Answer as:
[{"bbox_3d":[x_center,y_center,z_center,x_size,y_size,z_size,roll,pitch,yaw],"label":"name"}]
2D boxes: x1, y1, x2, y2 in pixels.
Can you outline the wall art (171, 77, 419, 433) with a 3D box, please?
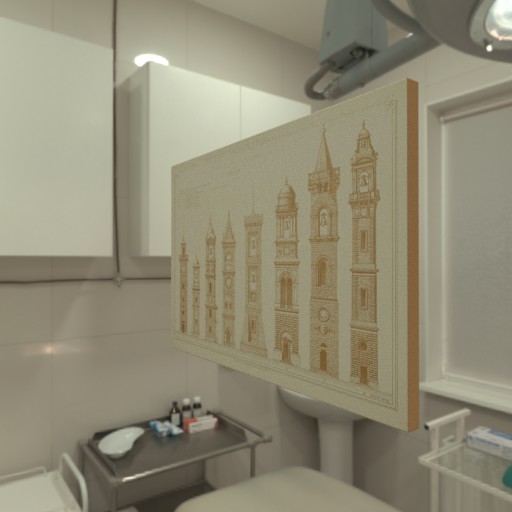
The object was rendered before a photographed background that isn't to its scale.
[{"bbox_3d":[0.000,0.000,1.136,0.033,0.608,0.915,0,0,-37],"label":"wall art"}]
